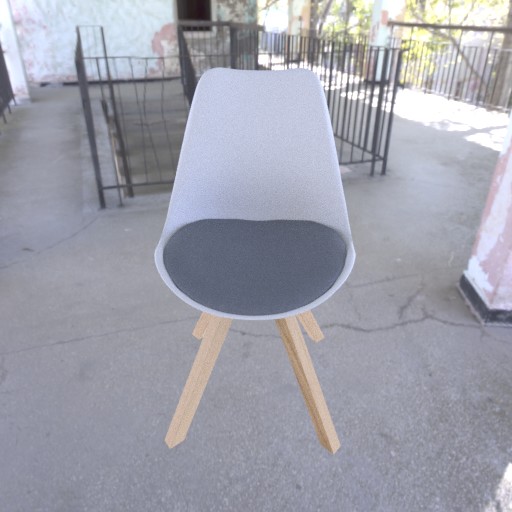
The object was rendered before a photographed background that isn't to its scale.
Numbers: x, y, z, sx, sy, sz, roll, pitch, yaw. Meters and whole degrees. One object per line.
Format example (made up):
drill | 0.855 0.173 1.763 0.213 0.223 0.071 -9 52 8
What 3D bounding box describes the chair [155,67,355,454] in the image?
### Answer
chair | 0.000 0.000 1.148 0.485 0.850 0.550 1 29 2
